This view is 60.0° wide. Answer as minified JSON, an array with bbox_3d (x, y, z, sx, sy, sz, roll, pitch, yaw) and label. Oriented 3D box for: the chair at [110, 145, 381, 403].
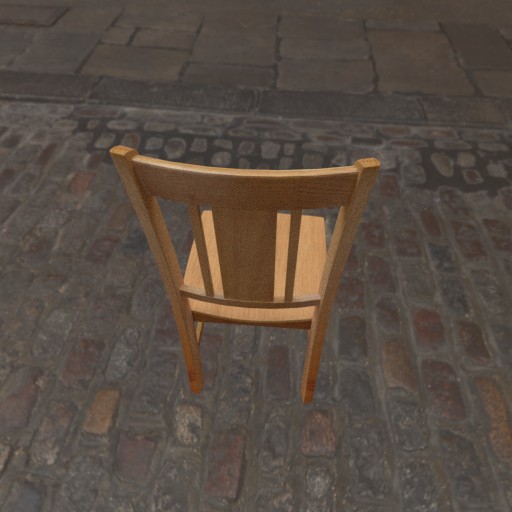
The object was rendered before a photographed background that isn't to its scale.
[{"bbox_3d":[0.000,0.000,1.264,0.450,0.998,0.556,4,46,3],"label":"chair"}]
